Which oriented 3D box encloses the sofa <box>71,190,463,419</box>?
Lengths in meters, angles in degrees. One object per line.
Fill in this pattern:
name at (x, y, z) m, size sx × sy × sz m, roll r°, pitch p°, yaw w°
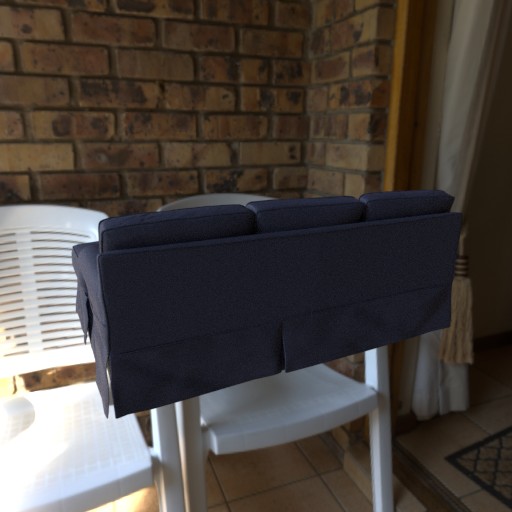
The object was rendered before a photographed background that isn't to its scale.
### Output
sofa at (0.000, 0.000, 3.337) m, size 2.518 × 1.039 × 1.637 m, roll -8°, pitch 17°, yaw -26°
